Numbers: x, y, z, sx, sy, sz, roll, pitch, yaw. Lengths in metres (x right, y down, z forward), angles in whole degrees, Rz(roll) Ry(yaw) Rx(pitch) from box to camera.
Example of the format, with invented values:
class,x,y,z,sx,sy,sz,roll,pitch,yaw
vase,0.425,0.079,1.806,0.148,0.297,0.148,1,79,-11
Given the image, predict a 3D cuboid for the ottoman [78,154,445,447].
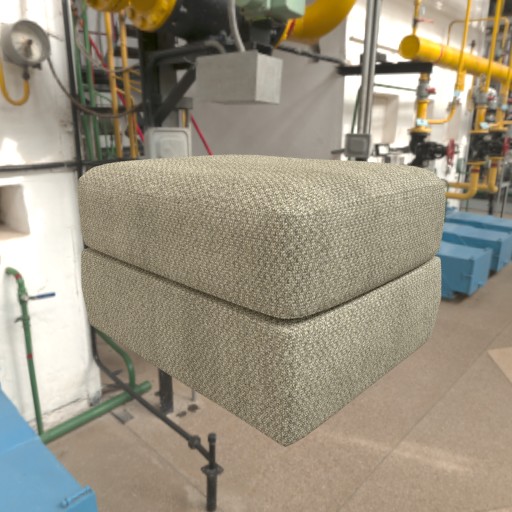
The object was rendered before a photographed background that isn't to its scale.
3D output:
class,x,y,z,sx,sy,sz,roll,pitch,yaw
ottoman,0.000,0.000,1.122,0.751,0.476,0.603,15,22,42
